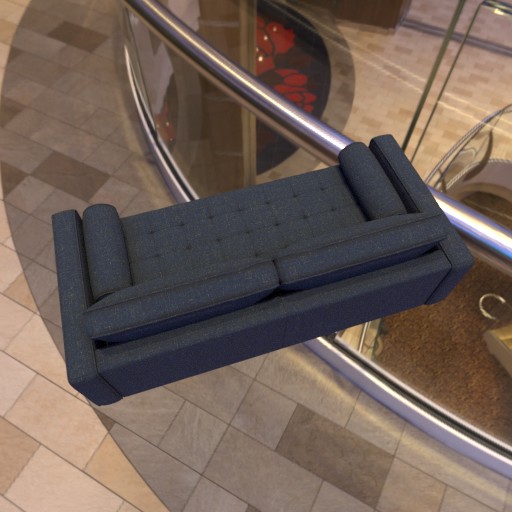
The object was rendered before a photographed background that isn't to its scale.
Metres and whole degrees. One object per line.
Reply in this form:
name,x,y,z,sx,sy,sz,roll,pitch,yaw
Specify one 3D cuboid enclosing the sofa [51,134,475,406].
sofa,0.000,0.000,2.296,1.880,0.762,0.914,-15,60,-9
